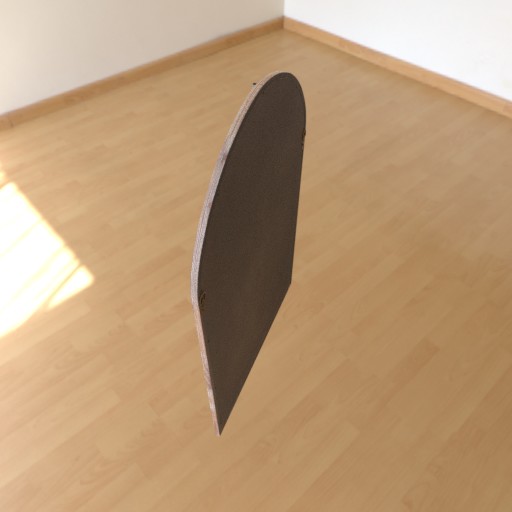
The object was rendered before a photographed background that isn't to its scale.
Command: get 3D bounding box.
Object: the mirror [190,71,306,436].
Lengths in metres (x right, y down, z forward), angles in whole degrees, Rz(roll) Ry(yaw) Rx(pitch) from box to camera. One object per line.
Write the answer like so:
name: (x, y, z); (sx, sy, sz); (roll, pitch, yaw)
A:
mirror: (0.000, 0.000, 1.130); (0.032, 0.915, 0.609); (17, 50, 15)
